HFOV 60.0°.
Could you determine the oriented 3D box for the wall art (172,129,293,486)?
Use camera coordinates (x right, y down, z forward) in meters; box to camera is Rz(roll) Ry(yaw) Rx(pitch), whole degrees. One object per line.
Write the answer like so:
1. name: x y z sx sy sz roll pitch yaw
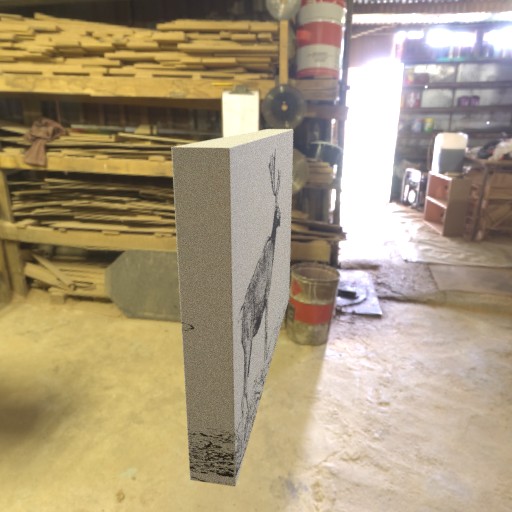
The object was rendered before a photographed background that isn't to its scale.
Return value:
1. wall art: 0.000 0.000 0.490 0.038 0.259 0.381 3 18 10
